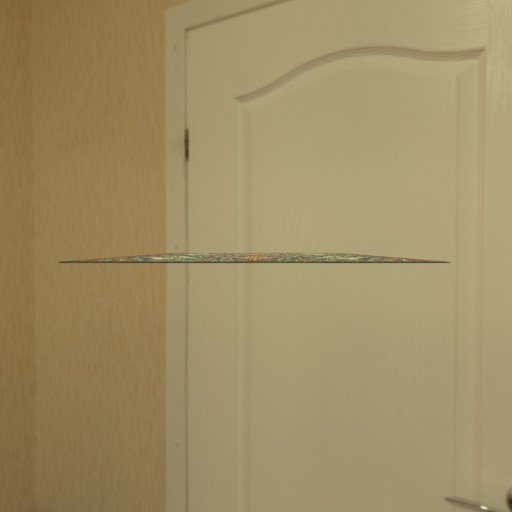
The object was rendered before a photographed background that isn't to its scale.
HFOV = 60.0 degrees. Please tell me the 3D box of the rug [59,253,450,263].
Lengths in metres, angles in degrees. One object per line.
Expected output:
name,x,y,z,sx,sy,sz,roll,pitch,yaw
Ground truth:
rug,0.000,0.000,4.112,2.190,0.008,3.371,0,1,0
